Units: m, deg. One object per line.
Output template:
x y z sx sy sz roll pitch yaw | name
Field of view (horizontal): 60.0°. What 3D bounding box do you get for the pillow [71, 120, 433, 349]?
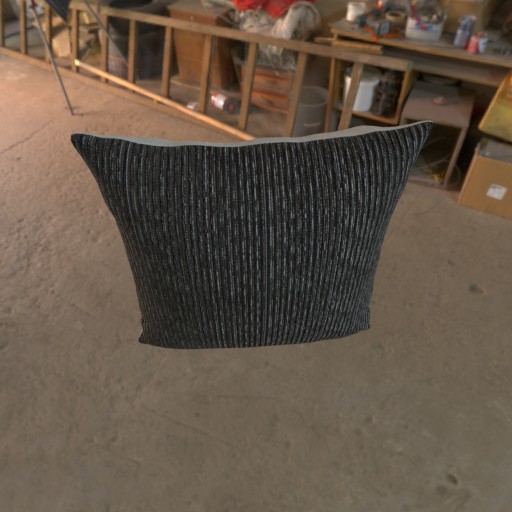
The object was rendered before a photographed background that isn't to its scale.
0.000 0.000 0.675 0.433 0.434 0.196 -3 46 -3 | pillow
